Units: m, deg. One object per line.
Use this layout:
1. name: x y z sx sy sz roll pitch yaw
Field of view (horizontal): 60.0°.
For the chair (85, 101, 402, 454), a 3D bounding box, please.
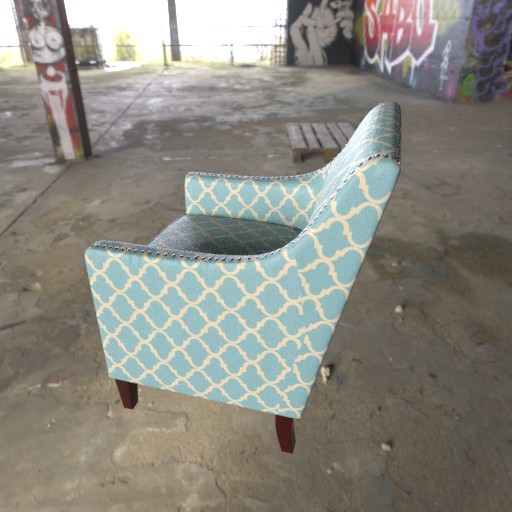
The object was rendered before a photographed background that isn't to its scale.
1. chair: 0.000 0.000 1.271 0.686 0.817 0.617 8 29 14
